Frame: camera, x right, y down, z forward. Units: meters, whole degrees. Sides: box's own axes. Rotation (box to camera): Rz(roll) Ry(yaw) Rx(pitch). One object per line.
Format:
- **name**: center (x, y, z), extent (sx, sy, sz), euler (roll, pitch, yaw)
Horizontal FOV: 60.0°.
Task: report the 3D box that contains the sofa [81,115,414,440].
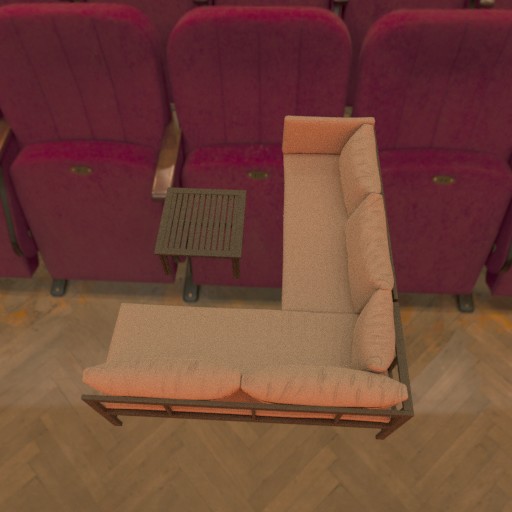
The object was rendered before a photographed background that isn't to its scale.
- **sofa**: center (0.000, 0.000, 2.966), extent (1.658, 0.758, 2.096), euler (2, 58, 2)
